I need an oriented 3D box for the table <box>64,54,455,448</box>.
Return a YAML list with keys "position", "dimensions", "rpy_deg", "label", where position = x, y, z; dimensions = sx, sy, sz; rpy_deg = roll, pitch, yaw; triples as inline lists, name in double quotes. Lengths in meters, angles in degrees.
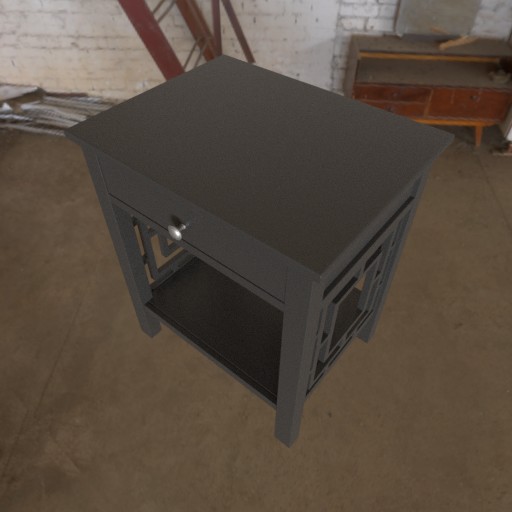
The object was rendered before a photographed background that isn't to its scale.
- position: [0.000, 0.000, 1.037]
  dimensions: [0.564, 0.646, 0.451]
  rpy_deg: [31, 54, 26]
  label: "table"
